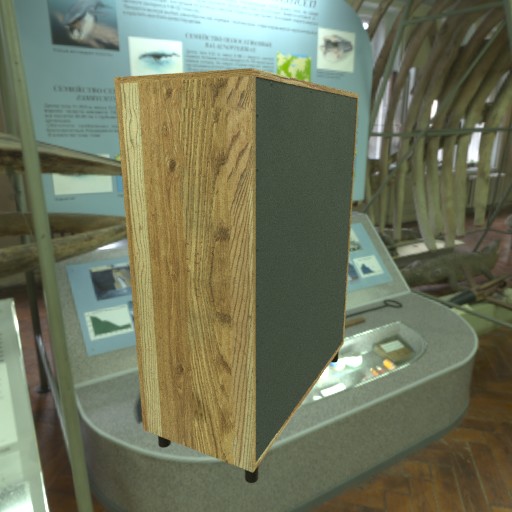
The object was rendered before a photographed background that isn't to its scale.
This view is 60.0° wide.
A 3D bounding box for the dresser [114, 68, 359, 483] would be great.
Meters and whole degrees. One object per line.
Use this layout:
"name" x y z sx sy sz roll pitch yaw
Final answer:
"dresser" 0.000 0.000 1.744 0.480 1.243 0.966 8 18 26
